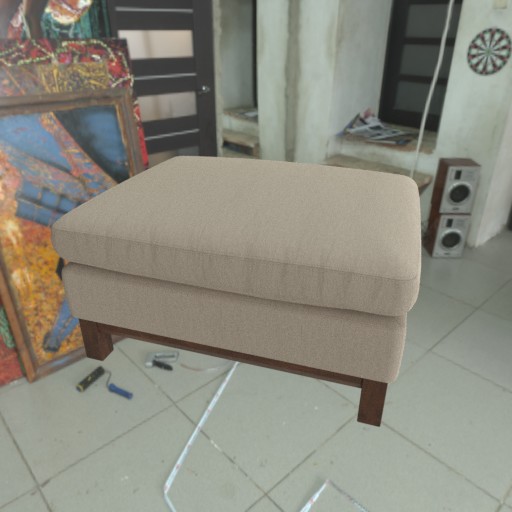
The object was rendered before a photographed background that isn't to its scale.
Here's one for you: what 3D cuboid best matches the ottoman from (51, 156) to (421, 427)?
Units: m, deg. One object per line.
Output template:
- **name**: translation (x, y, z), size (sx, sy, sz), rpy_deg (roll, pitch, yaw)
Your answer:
- **ottoman**: translation (0.000, 0.000, 1.148), size (0.771, 0.420, 0.606), rpy_deg (8, 28, 16)
